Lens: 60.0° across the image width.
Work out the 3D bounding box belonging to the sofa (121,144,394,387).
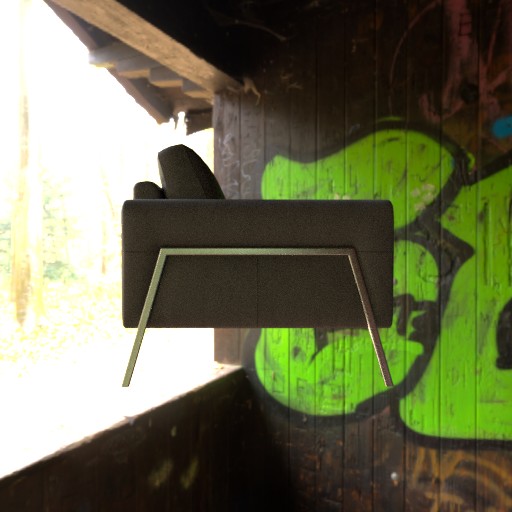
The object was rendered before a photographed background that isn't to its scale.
[{"bbox_3d":[0.000,0.000,2.504,0.953,0.875,2.017,0,0,-1],"label":"sofa"}]
